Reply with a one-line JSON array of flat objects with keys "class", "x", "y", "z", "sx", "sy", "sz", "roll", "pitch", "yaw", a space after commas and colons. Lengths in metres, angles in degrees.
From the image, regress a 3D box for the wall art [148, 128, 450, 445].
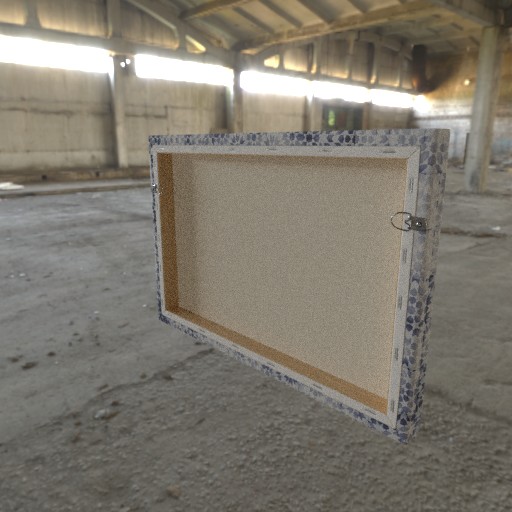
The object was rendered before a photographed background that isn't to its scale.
[{"class": "wall art", "x": 0.000, "y": 0.000, "z": 1.138, "sx": 0.057, "sy": 0.608, "sz": 0.911, "roll": -13, "pitch": 19, "yaw": -42}]
